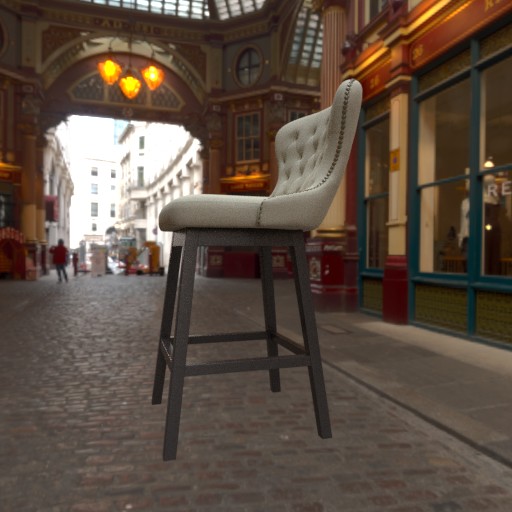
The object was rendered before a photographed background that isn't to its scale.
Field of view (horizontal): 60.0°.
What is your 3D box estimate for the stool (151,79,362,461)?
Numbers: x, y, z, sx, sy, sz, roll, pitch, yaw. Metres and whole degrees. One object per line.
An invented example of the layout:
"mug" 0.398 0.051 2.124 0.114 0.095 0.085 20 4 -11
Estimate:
"stool" 0.000 0.000 1.340 0.593 0.971 0.528 0 1 -17
